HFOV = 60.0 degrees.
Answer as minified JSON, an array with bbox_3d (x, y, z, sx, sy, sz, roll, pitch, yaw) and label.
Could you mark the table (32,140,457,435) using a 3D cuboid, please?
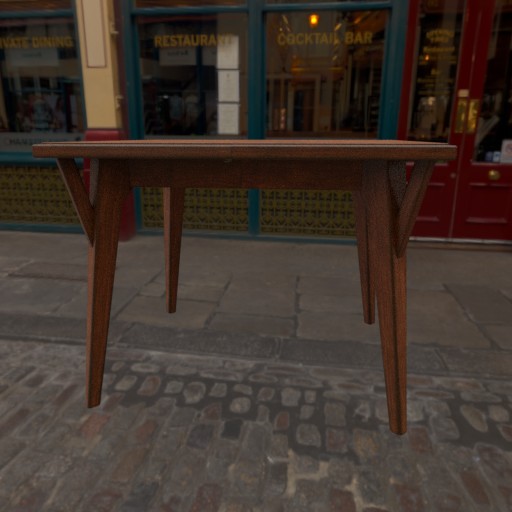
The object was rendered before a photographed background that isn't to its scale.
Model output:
[{"bbox_3d":[0.000,0.000,1.515,0.991,0.761,0.838,2,15,8],"label":"table"}]
